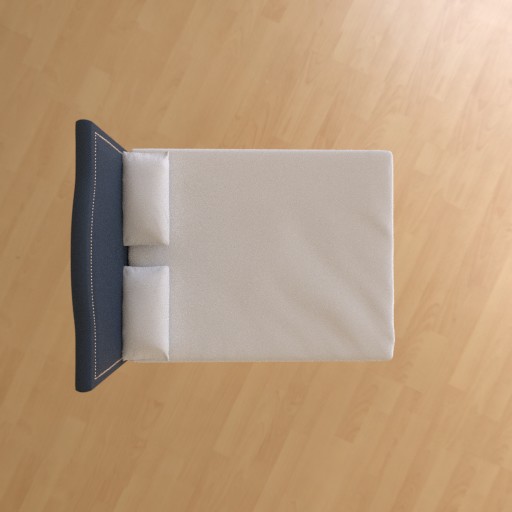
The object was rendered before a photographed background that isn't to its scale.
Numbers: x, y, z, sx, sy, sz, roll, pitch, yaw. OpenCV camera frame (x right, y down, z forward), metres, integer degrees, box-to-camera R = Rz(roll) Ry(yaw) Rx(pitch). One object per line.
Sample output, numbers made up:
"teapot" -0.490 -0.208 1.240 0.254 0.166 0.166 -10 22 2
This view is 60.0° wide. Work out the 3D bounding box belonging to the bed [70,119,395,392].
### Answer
"bed" 0.000 0.000 3.409 2.282 1.436 1.821 0 90 -1
